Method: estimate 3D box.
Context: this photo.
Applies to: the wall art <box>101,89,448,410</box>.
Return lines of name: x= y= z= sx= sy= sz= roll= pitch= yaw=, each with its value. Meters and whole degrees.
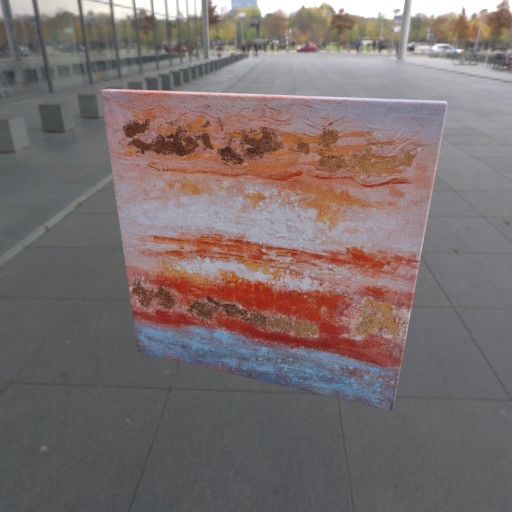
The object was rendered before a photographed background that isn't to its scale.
wall art: x=0.000 y=0.000 z=1.088 sx=0.747 sy=0.747 sz=0.035 roll=8 pitch=27 yaw=17
